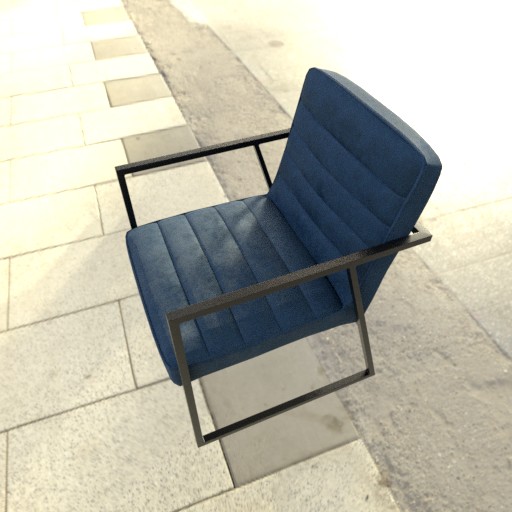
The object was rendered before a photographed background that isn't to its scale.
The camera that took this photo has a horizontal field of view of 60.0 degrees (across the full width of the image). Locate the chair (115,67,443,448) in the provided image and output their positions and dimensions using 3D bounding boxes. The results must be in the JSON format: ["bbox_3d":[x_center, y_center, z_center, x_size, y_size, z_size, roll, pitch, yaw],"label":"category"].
[{"bbox_3d":[0.000,0.000,1.270,0.677,0.833,0.571,-17,48,-16],"label":"chair"}]
